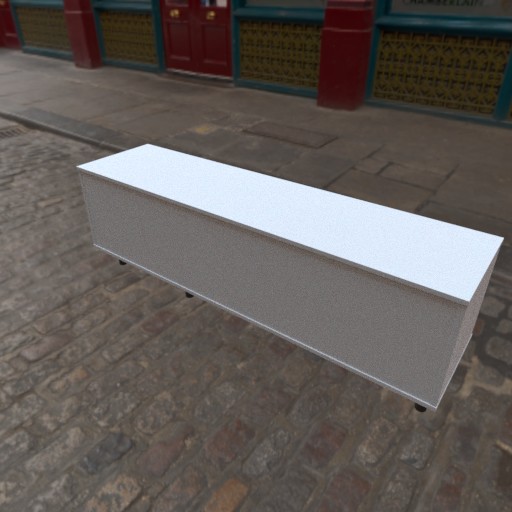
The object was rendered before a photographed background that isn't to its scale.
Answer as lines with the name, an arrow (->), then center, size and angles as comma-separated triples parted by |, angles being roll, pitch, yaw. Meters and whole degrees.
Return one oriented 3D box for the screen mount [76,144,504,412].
screen mount -> 0.000, 0.000, 1.762 | 1.600, 0.520, 0.418 | 21, 37, 31
